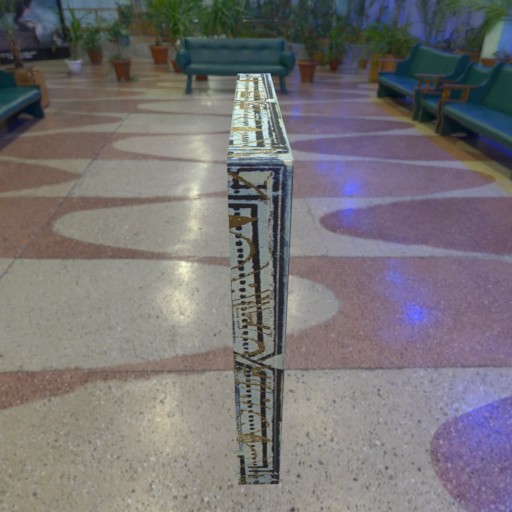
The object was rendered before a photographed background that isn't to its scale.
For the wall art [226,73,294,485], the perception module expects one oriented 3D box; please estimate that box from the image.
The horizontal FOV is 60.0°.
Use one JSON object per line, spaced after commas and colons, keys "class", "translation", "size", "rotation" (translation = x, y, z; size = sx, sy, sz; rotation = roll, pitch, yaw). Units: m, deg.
{"class": "wall art", "translation": [0.000, 0.000, 0.455], "size": [0.038, 0.306, 0.302], "rotation": [0, 31, -1]}
